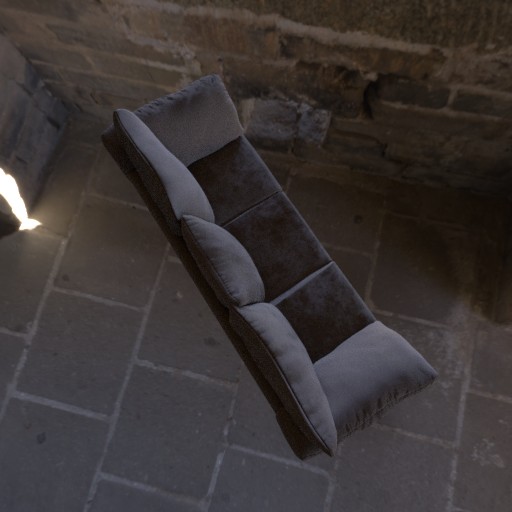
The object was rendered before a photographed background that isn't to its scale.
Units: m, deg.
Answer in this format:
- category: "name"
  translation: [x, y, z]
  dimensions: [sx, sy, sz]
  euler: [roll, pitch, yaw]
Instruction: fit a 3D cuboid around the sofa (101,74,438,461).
- category: "sofa"
  translation: [0.000, 0.000, 2.797]
  dimensions: [0.878, 1.073, 2.336]
  euler: [-32, 78, -8]
